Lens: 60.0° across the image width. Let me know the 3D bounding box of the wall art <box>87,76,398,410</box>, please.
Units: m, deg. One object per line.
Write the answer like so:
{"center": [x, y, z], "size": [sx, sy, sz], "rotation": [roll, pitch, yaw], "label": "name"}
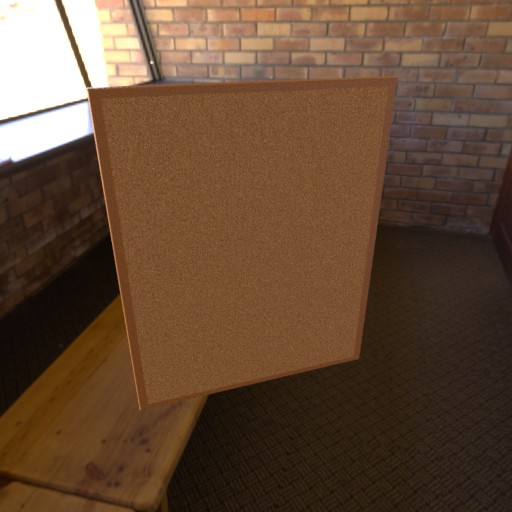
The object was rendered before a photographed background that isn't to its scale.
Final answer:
{"center": [0.000, 0.000, 0.515], "size": [0.310, 0.379, 0.015], "rotation": [-9, 29, -16], "label": "wall art"}
